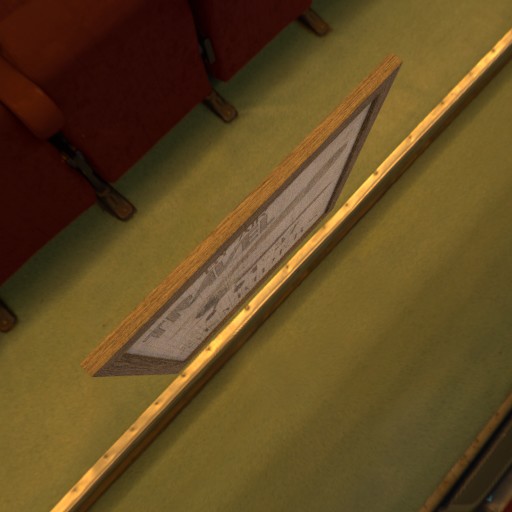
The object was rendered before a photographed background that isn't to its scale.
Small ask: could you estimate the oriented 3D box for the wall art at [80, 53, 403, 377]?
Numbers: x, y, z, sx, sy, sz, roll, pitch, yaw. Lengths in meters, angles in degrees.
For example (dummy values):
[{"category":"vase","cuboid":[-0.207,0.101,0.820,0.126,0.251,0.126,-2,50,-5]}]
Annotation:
[{"category":"wall art","cuboid":[0.000,0.000,0.742,0.019,0.508,0.508,42,79,10]}]
